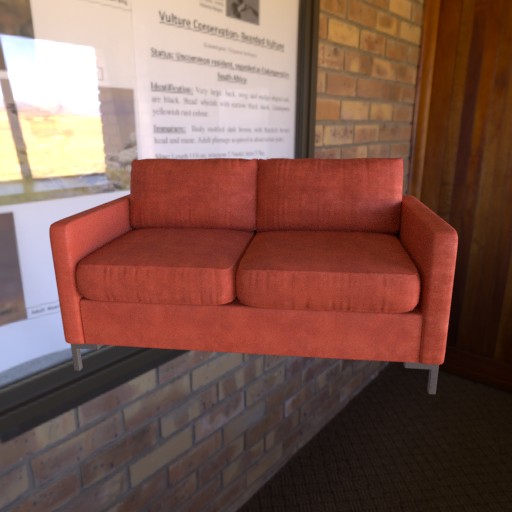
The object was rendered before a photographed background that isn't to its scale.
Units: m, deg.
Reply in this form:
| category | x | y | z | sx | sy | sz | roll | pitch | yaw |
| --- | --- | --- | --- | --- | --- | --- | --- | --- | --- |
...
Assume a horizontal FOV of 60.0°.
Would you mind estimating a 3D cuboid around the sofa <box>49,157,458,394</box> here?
| category | x | y | z | sx | sy | sz | roll | pitch | yaw |
| --- | --- | --- | --- | --- | --- | --- | --- | --- | --- |
| sofa | 0.000 | 0.000 | 2.103 | 1.574 | 0.896 | 0.864 | 2 | 16 | 8 |
